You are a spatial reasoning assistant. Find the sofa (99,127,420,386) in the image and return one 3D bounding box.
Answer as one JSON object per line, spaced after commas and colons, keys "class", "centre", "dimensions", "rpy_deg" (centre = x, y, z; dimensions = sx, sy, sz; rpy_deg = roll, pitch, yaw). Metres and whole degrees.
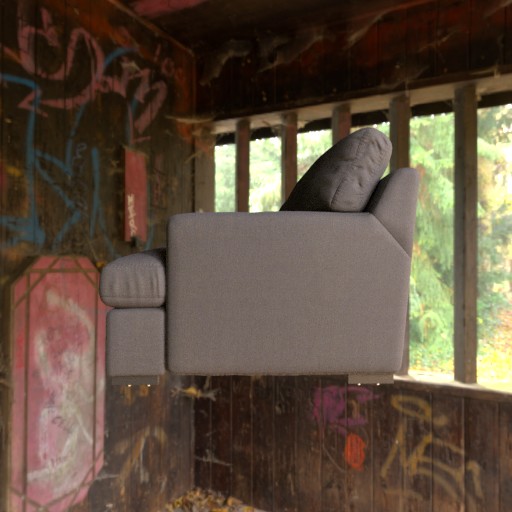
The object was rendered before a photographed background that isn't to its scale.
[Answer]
{"class": "sofa", "centre": [0.000, 0.000, 2.446], "dimensions": [1.143, 0.940, 1.880], "rpy_deg": [0, -1, -1]}
